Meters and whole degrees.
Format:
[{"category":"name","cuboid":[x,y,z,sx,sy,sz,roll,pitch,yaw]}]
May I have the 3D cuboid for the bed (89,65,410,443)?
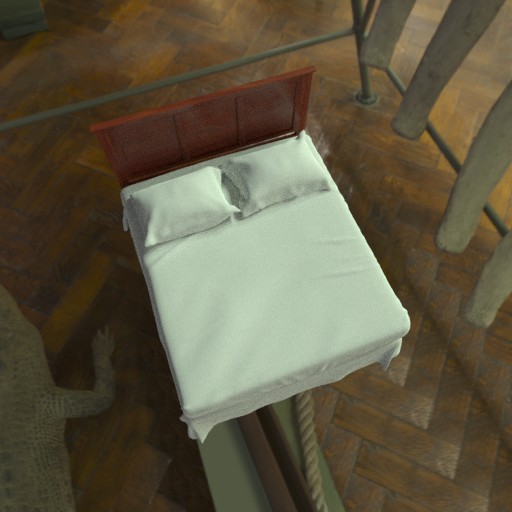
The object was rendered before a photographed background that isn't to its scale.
[{"category":"bed","cuboid":[0.000,0.000,3.262,1.870,1.270,2.050,-18,66,-9]}]
